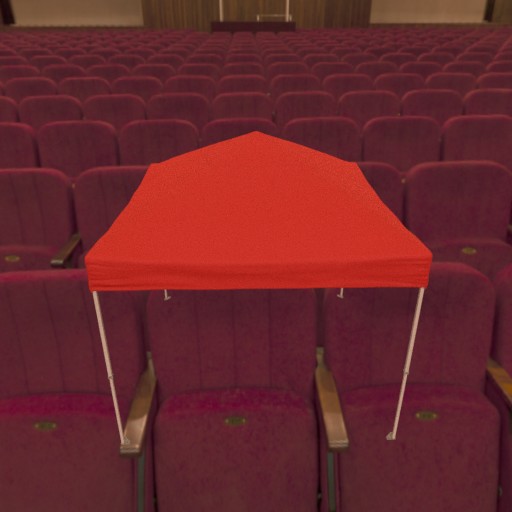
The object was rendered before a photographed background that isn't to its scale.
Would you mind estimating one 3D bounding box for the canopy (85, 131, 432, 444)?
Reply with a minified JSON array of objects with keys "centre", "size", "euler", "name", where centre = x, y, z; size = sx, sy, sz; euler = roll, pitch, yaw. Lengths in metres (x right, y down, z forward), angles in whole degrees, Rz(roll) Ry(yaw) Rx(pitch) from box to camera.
[{"centre":[0.000,0.000,5.427],"size":[2.998,2.997,2.996],"euler":[-1,27,-1],"name":"canopy"}]
